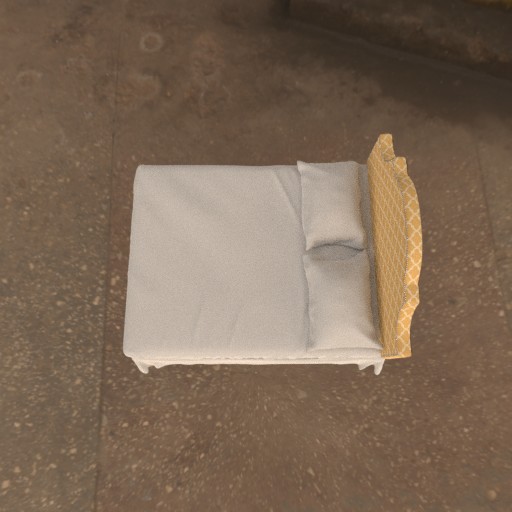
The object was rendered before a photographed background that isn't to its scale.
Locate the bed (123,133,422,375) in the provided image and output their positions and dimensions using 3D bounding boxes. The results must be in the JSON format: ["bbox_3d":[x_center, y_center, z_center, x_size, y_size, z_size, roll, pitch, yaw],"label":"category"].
[{"bbox_3d":[0.000,0.000,3.416,2.222,1.633,1.780,0,75,0],"label":"bed"}]
